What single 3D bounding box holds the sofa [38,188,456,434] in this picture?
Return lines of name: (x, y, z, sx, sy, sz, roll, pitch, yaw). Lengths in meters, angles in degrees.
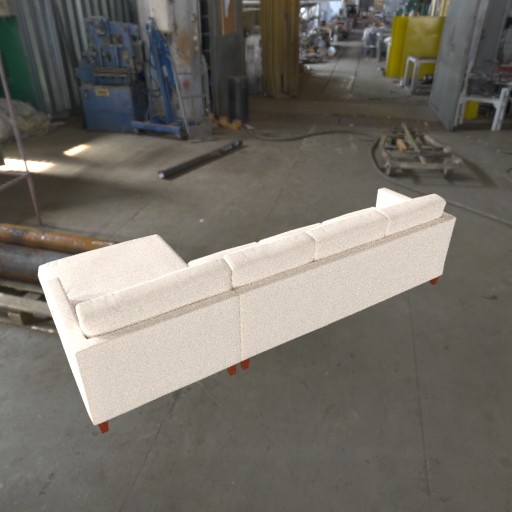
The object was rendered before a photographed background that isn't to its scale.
sofa: (0.000, 0.000, 4.038, 3.471, 0.954, 1.606, -17, 34, -27)
